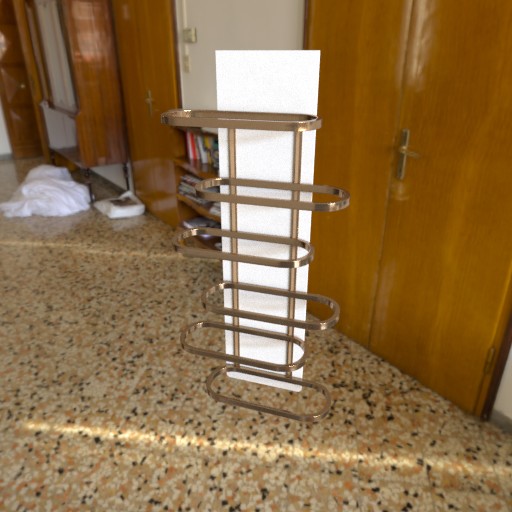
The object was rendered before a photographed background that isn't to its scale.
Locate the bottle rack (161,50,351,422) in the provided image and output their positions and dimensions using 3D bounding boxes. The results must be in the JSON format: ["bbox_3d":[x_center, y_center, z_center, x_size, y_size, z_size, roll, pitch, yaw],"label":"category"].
[{"bbox_3d":[0.000,0.000,0.842,0.332,0.709,0.118,8,26,16],"label":"bottle rack"}]
